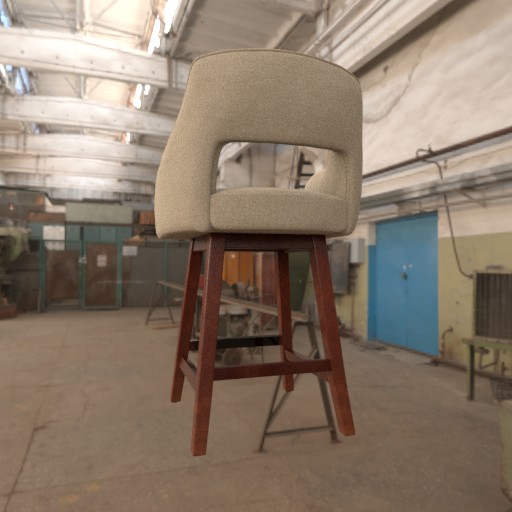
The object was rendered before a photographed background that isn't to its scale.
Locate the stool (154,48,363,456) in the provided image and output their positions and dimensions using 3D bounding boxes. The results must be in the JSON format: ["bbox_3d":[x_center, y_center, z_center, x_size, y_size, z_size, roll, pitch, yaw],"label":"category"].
[{"bbox_3d":[0.000,0.000,1.267,0.550,0.936,0.560,0,-1,-18],"label":"stool"}]
